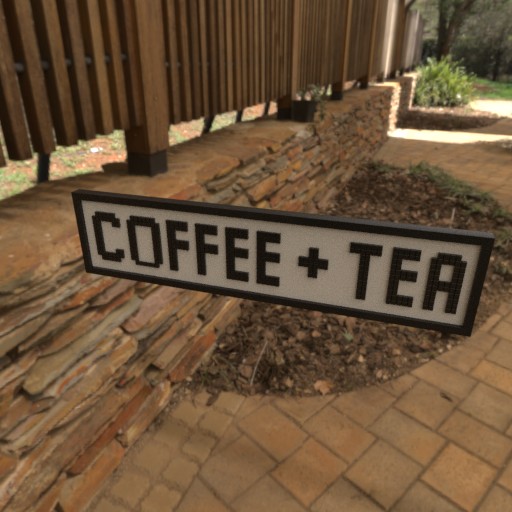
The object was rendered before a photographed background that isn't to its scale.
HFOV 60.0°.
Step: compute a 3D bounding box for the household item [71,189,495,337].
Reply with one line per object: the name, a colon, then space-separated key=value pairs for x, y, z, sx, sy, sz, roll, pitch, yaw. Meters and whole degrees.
household item: x=0.000 y=0.000 z=1.076 sx=1.001 sy=0.236 sz=0.030 roll=8 pitch=26 yaw=16
